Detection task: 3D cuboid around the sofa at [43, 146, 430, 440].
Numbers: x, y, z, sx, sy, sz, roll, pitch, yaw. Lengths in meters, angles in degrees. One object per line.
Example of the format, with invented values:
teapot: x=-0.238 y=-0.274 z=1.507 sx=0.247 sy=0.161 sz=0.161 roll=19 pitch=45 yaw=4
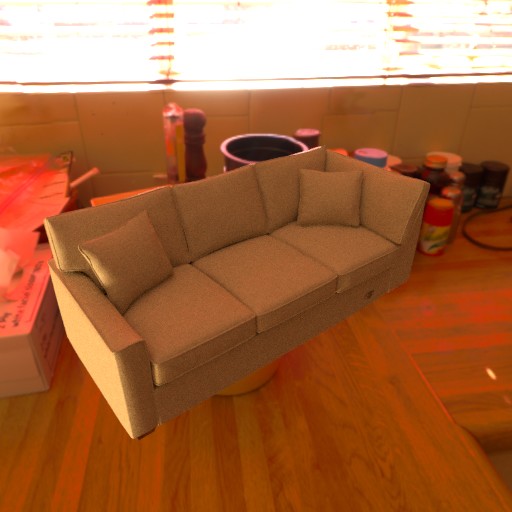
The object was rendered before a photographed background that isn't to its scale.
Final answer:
sofa: x=0.000 y=0.000 z=2.919 sx=2.317 sy=0.962 sz=1.061 roll=-22 pitch=37 yaw=-32
